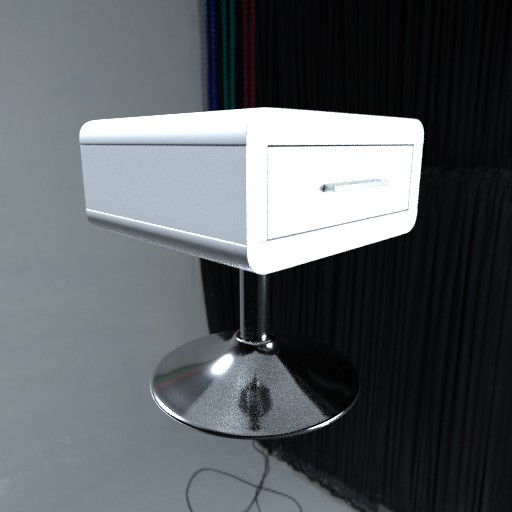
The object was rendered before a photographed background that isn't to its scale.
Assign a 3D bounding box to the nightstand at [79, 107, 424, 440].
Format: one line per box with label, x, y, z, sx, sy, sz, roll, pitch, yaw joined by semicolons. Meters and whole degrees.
nightstand;0.000;0.000;0.757;0.404;0.447;0.399;14;20;43
